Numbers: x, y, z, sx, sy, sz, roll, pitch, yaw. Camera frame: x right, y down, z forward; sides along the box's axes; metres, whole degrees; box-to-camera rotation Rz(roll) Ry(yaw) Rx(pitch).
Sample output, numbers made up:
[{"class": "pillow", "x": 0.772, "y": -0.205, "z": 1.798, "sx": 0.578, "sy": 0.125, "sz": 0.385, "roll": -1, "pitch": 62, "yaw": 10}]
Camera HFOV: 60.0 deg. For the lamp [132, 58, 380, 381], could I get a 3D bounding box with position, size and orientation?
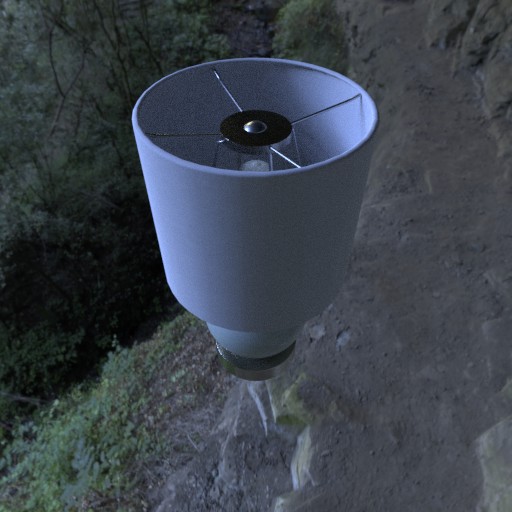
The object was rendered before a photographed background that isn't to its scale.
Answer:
[{"class": "lamp", "x": 0.000, "y": 0.000, "z": 0.489, "sx": 0.201, "sy": 0.353, "sz": 0.201, "roll": 31, "pitch": 53, "yaw": 27}]
